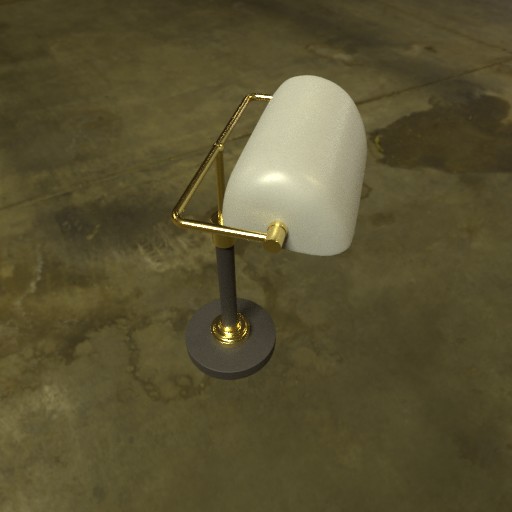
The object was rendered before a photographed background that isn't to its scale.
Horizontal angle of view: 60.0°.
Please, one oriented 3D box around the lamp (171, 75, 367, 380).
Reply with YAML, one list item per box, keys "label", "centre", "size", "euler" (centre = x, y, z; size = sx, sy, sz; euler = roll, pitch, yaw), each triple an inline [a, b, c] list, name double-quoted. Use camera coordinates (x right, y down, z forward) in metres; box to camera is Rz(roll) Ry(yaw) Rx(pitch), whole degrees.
- label: "lamp"
  centre: [0.000, 0.000, 0.567]
  size: [0.227, 0.404, 0.269]
  euler: [11, 46, 11]
